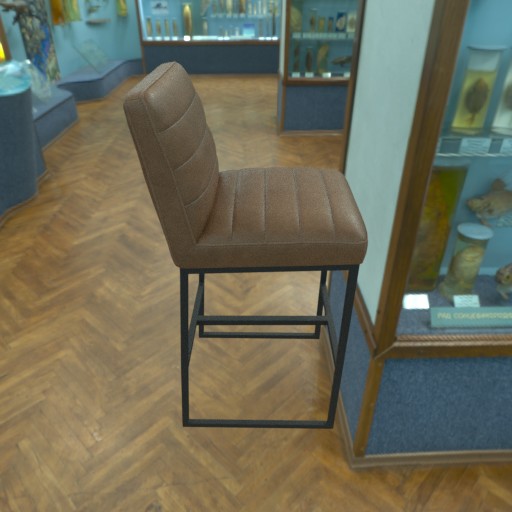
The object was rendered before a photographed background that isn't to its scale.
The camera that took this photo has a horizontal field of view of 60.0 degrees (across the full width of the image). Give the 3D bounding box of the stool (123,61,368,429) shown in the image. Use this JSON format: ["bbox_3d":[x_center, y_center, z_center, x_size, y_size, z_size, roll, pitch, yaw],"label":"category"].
[{"bbox_3d":[0.000,0.000,1.342,0.556,1.040,0.458,0,32,1],"label":"stool"}]
